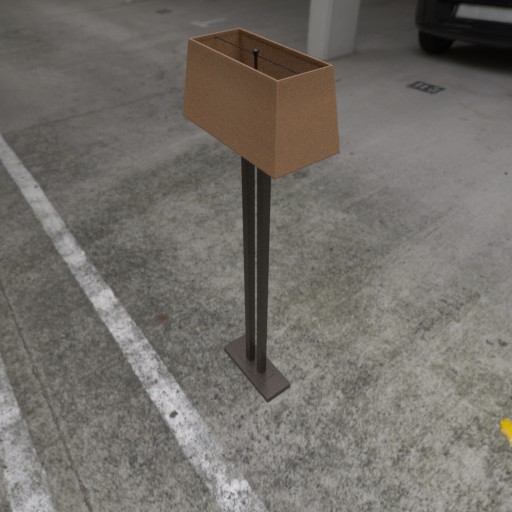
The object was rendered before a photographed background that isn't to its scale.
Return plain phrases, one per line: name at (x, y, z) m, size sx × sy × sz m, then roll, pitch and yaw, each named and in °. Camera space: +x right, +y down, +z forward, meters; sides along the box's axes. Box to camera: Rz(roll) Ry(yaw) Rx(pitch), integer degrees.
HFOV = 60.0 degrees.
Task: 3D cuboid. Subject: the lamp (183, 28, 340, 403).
lamp at (0.000, 0.000, 1.662) m, size 0.233 × 1.469 × 0.475 m, roll -26°, pitch 48°, yaw -26°
